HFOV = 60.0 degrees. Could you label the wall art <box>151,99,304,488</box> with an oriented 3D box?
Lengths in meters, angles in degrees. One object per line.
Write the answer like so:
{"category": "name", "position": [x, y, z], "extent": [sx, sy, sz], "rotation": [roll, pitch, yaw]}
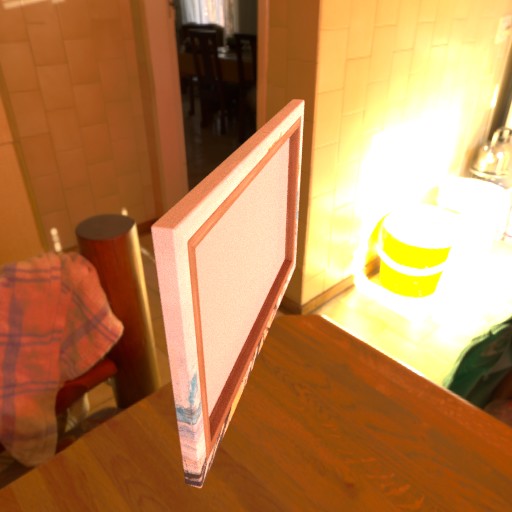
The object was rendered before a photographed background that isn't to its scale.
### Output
{"category": "wall art", "position": [0.000, 0.000, 1.151], "extent": [0.038, 0.609, 0.913], "rotation": [9, 32, 14]}
